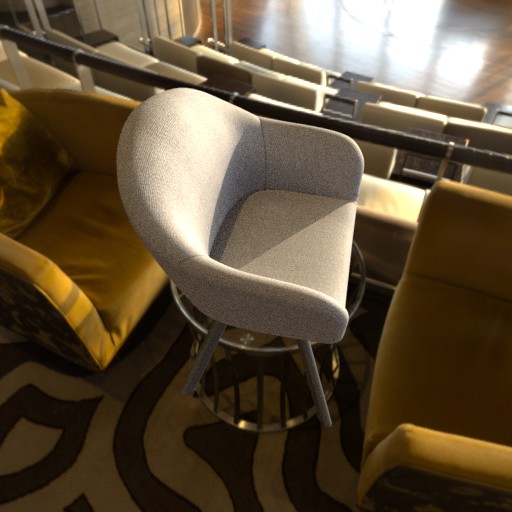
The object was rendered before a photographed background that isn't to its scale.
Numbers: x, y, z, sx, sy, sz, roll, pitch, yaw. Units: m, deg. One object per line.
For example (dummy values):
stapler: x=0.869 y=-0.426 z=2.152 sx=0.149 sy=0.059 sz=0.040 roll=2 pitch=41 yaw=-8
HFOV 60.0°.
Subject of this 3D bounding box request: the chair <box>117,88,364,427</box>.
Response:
chair: x=0.000 y=0.000 z=1.179 sx=0.550 sy=0.795 sz=0.590 roll=9 pitch=47 yaw=9
